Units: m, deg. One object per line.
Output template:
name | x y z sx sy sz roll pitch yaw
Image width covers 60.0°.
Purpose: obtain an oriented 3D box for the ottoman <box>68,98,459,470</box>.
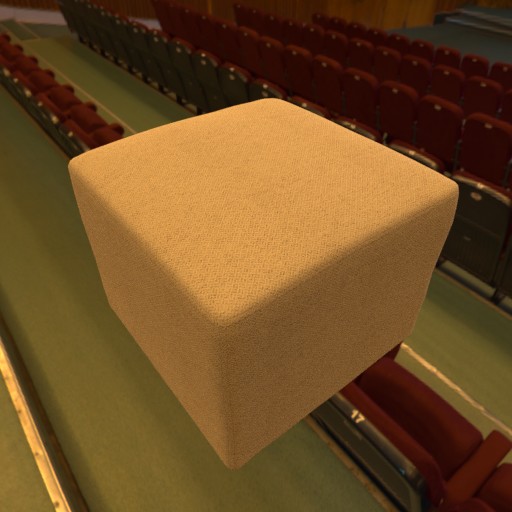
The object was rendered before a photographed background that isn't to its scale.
ottoman | 0.000 0.000 0.907 0.512 0.453 0.521 -27 48 -28
